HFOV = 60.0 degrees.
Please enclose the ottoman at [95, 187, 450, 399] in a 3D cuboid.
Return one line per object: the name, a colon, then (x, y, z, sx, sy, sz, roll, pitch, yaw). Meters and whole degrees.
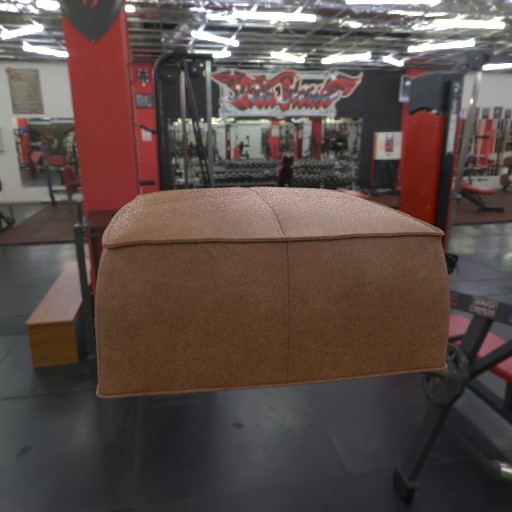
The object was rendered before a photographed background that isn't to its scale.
ottoman: (0.000, 0.000, 1.405, 0.901, 0.395, 0.902, -2, 15, -8)
